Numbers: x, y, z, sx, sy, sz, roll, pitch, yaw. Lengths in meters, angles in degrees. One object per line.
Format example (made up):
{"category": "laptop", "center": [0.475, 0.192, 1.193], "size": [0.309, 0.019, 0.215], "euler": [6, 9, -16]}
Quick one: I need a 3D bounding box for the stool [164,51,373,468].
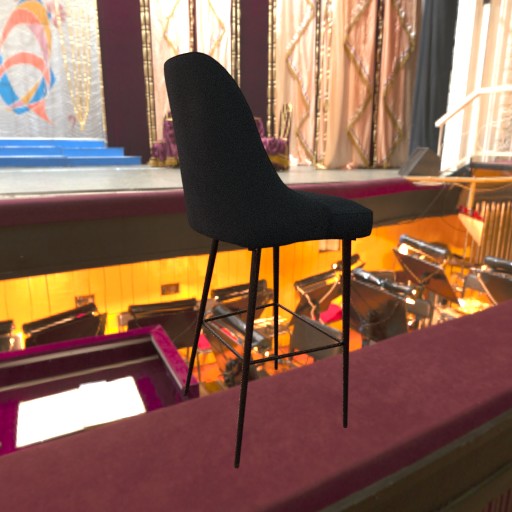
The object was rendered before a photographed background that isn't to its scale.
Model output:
{"category": "stool", "center": [0.000, 0.000, 1.352], "size": [0.489, 1.079, 0.527], "euler": [-8, 16, -28]}
